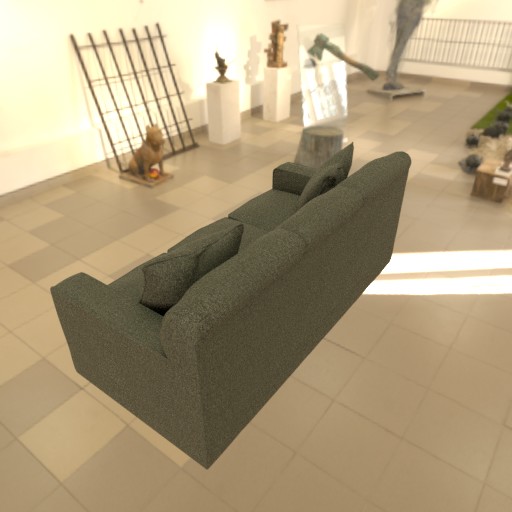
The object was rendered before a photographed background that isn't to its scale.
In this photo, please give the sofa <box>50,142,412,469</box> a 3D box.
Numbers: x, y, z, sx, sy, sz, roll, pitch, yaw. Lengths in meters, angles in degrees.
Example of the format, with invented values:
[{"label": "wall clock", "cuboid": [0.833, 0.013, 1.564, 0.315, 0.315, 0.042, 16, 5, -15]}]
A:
[{"label": "sofa", "cuboid": [0.000, 0.000, 2.580, 0.997, 0.958, 2.024, 22, 39, 30]}]
